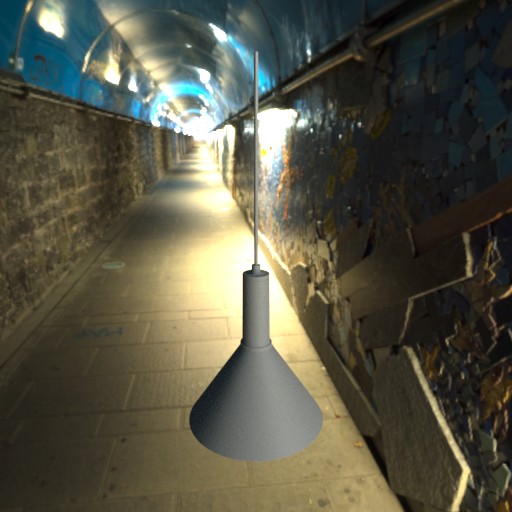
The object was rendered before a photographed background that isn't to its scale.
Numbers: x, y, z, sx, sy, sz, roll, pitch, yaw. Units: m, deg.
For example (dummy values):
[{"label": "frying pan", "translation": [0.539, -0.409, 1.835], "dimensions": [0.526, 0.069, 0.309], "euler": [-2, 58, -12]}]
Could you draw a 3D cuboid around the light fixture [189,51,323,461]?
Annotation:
[{"label": "light fixture", "translation": [0.000, 0.000, 0.806], "dimensions": [0.267, 0.683, 0.267], "euler": [2, 15, 8]}]
